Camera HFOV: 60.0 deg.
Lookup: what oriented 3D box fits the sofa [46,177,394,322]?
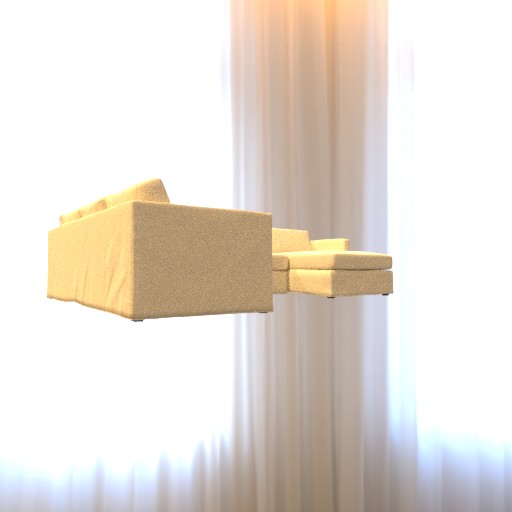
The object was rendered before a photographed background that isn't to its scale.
[{"bbox_3d":[0.000,0.000,4.474,3.460,0.882,2.427,1,-2,-36],"label":"sofa"}]
